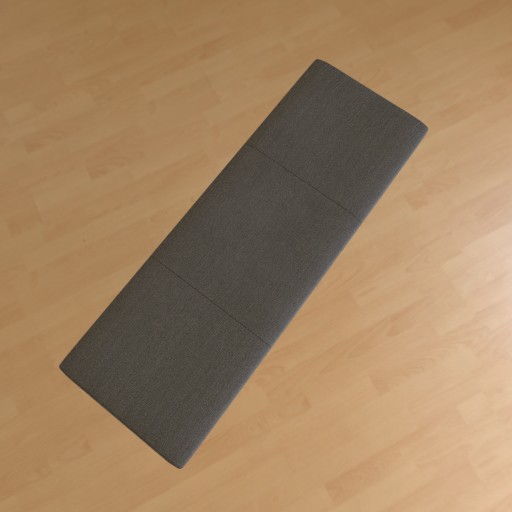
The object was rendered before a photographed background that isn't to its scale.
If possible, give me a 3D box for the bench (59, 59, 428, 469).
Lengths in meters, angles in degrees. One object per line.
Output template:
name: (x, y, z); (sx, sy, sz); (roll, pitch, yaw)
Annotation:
bench: (0.000, 0.000, 1.497); (0.446, 0.438, 1.269); (36, 78, 9)
